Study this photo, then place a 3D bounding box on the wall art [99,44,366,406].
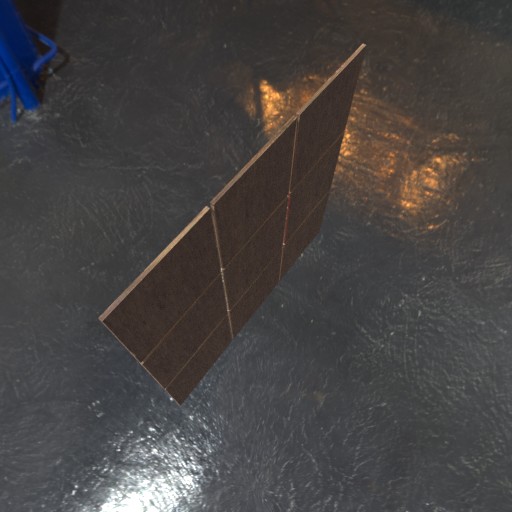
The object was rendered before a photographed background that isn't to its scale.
[{"bbox_3d":[0.000,0.000,1.801,0.013,1.213,1.215,34,67,16],"label":"wall art"}]
